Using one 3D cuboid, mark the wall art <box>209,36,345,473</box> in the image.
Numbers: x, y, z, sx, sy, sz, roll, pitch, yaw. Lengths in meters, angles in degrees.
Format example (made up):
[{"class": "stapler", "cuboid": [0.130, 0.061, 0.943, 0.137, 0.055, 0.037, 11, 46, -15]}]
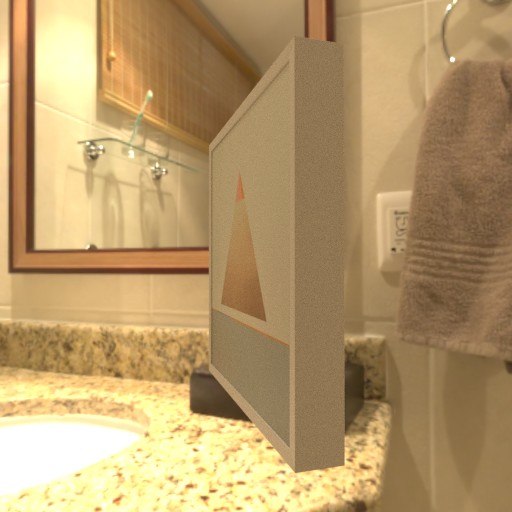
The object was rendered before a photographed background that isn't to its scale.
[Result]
[{"class": "wall art", "cuboid": [0.000, 0.000, 0.460, 0.038, 0.304, 0.305, 0, -1, -17]}]
